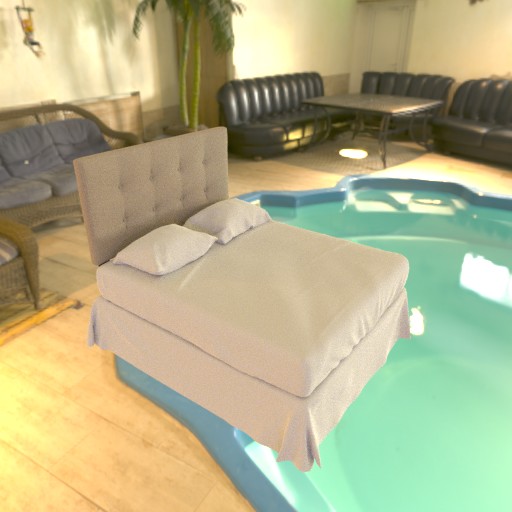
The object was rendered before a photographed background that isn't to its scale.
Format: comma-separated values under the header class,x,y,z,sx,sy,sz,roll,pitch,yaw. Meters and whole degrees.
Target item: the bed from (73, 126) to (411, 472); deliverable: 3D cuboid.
class,x,y,z,sx,sy,sz,roll,pitch,yaw
bed,0.000,0.000,3.526,2.222,1.577,1.936,18,32,32
